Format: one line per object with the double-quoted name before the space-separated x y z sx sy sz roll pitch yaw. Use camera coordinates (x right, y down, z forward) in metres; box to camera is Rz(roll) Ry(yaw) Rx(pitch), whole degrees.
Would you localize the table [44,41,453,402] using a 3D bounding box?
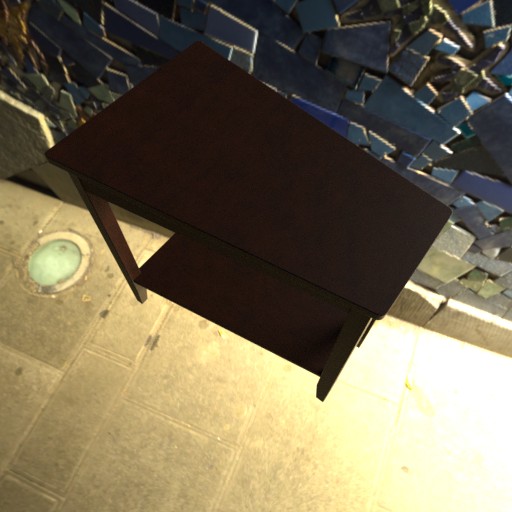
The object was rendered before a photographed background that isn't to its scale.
"table" 0.000 0.000 0.988 0.605 0.589 0.399 33 65 18
